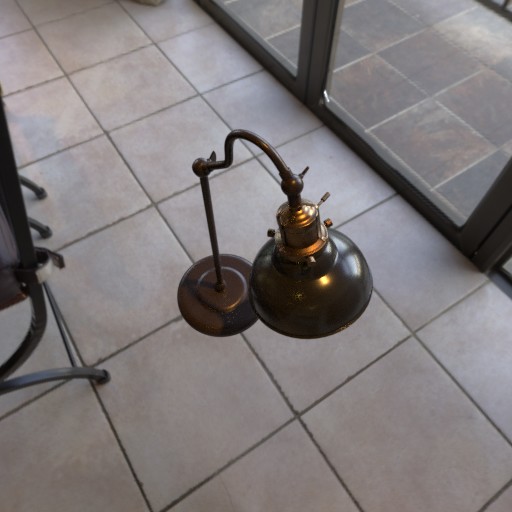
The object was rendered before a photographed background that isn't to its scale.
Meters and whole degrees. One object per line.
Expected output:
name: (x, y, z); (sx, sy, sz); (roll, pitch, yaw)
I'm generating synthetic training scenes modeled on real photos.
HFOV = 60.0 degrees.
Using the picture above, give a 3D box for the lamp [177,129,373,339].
lamp: (0.000, 0.000, 0.701); (0.374, 0.508, 0.192); (34, 65, 18)
